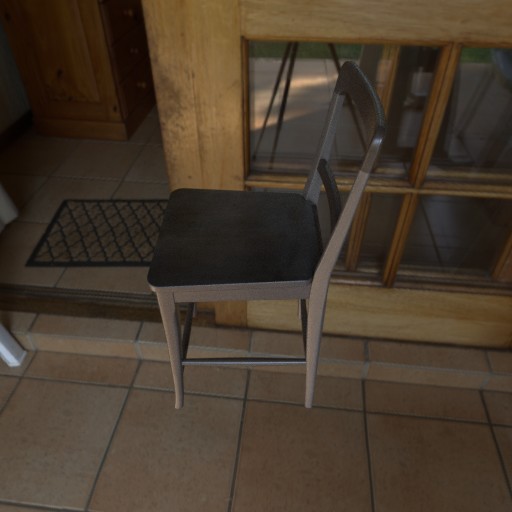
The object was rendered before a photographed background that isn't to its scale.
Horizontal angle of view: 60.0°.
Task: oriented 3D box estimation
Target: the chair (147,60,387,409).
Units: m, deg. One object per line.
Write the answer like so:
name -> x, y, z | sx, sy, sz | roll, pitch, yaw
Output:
chair -> 0.000, 0.000, 1.313 | 0.546, 0.991, 0.450 | 0, 41, 0
